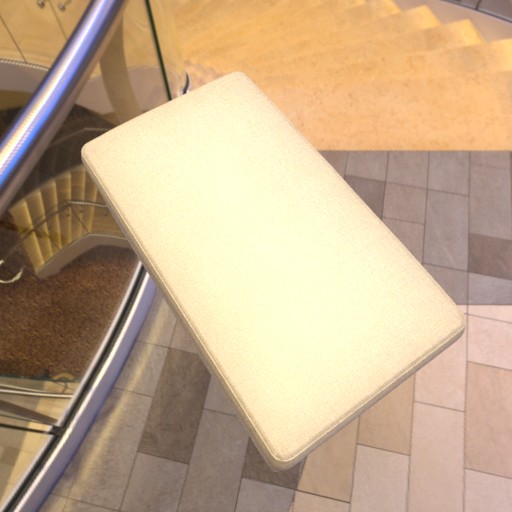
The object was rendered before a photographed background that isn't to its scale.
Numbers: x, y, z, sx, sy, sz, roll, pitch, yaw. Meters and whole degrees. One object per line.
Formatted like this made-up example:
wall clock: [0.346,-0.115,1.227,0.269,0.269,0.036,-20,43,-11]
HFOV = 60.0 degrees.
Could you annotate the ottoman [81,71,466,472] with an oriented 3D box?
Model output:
ottoman: [0.000,0.000,1.405,0.617,0.461,1.097,-31,69,-14]
